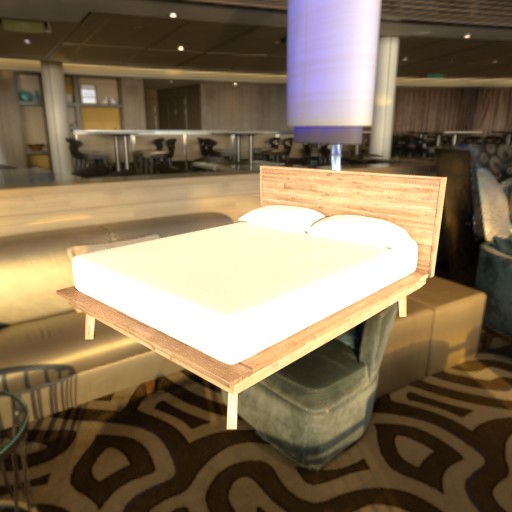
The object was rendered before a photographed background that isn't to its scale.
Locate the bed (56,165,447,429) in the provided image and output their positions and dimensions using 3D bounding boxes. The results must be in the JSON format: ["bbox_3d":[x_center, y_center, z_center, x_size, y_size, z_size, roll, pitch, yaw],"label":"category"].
[{"bbox_3d":[0.000,0.000,3.143,1.759,1.071,2.145,14,21,41],"label":"bed"}]
